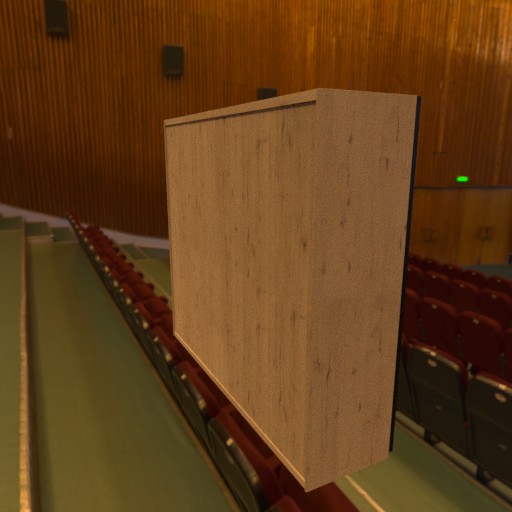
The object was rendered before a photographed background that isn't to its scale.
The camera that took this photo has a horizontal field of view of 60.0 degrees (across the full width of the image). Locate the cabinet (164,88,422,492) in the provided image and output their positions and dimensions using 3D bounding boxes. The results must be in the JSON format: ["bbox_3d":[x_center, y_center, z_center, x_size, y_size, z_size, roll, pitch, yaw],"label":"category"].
[{"bbox_3d":[0.000,0.000,3.507,0.660,2.180,2.500,-7,15,-27],"label":"cabinet"}]
